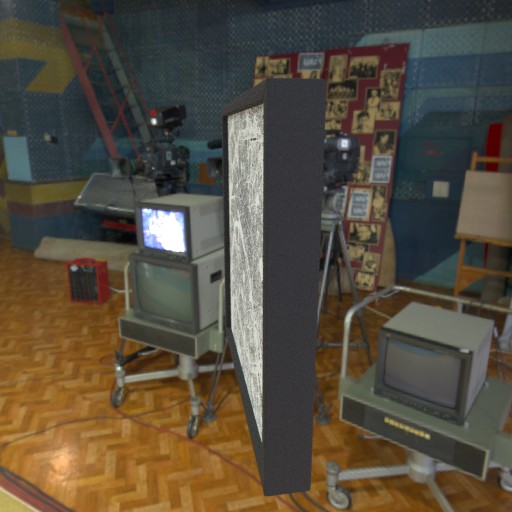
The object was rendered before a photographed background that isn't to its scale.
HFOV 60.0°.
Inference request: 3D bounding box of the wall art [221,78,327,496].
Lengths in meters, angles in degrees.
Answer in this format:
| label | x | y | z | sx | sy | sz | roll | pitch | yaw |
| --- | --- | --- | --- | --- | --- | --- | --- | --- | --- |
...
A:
| label | x | y | z | sx | sy | sz | roll | pitch | yaw |
| --- | --- | --- | --- | --- | --- | --- | --- | --- | --- |
| wall art | 0.000 | 0.000 | 0.452 | 0.037 | 0.305 | 0.305 | -3 | 16 | -9 |
